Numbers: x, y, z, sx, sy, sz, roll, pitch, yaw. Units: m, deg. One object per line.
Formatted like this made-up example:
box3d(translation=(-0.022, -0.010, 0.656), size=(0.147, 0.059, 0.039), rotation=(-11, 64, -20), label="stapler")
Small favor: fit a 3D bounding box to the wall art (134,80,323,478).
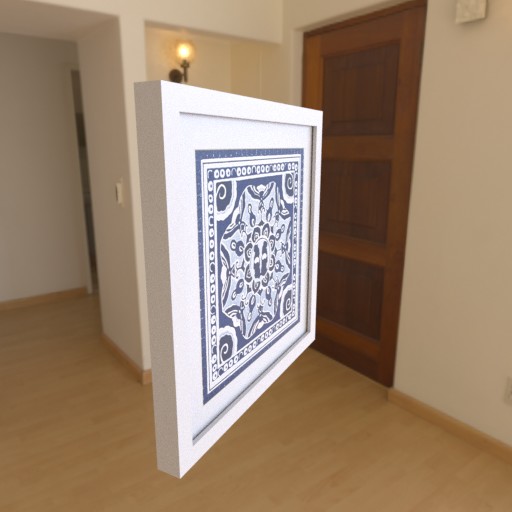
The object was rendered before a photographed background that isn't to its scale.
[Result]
box3d(translation=(0.000, 0.000, 0.535), size=(0.027, 0.355, 0.355), rotation=(7, 16, 27), label="wall art")
